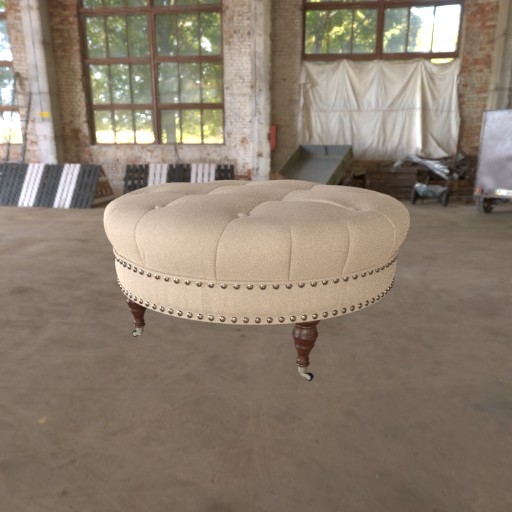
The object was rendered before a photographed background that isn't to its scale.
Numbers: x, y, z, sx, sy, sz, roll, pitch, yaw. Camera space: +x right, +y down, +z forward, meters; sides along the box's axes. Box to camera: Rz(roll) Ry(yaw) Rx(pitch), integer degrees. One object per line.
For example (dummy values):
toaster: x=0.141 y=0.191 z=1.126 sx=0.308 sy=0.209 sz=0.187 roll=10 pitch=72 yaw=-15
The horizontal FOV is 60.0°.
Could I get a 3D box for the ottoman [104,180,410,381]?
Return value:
ottoman: x=0.000 y=0.000 z=1.407 sx=0.901 sy=0.439 sz=0.901 roll=0 pitch=16 yaw=0
